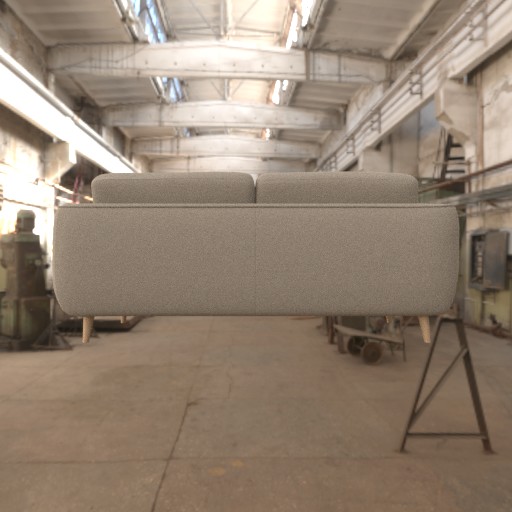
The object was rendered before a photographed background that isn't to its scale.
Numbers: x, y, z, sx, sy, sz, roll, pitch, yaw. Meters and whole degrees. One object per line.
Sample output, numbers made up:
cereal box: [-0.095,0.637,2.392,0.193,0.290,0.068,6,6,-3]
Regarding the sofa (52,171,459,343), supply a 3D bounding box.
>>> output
sofa: [0.000,0.000,2.495,2.000,0.850,0.920,0,0,0]
